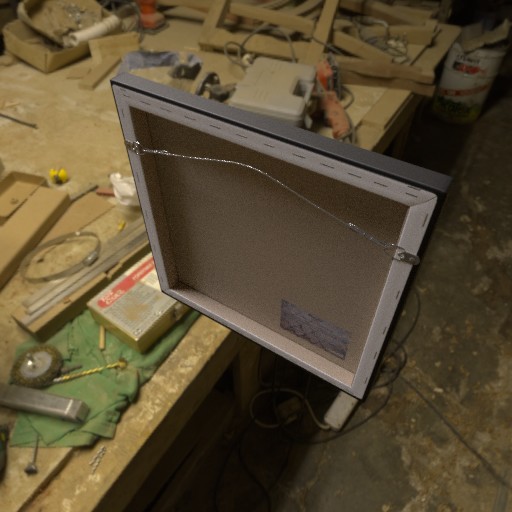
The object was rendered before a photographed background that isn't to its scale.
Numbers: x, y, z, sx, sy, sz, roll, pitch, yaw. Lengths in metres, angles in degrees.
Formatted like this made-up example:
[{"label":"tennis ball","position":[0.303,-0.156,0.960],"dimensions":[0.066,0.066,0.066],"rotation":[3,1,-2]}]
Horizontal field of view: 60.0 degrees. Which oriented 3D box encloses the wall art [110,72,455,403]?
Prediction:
[{"label":"wall art","position":[0.000,0.000,0.916],"dimensions":[0.610,0.611,0.043],"rotation":[25,51,22]}]
